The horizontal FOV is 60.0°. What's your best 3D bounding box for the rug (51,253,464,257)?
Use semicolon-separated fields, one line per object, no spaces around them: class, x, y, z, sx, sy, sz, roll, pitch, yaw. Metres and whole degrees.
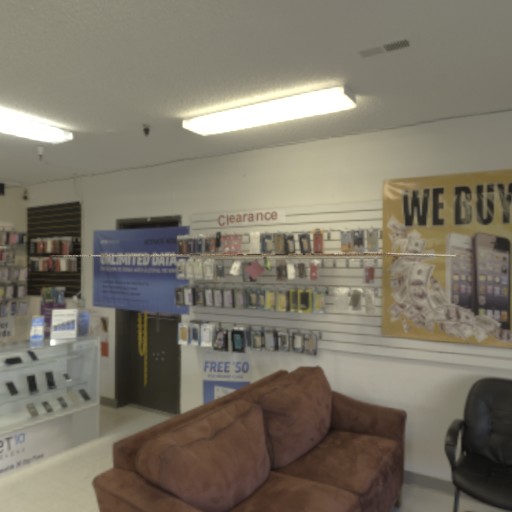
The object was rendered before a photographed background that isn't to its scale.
rug;0.000;0.000;2.392;1.918;0.007;1.268;0;0;35
